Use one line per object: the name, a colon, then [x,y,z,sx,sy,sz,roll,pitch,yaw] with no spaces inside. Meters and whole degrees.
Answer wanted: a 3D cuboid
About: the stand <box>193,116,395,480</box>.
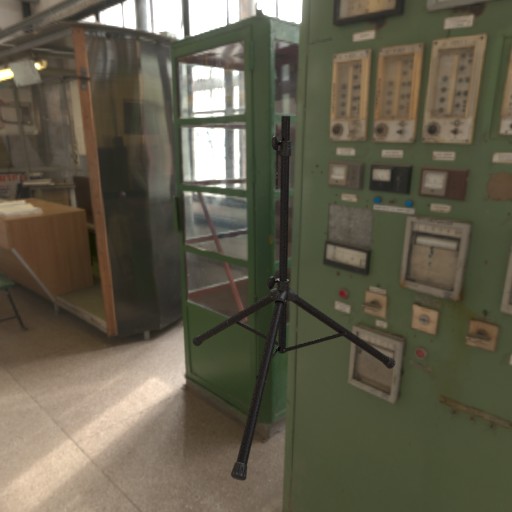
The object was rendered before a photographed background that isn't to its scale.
stand: [0.000,0.000,1.900,1.045,1.136,0.907,-14,21,-43]
